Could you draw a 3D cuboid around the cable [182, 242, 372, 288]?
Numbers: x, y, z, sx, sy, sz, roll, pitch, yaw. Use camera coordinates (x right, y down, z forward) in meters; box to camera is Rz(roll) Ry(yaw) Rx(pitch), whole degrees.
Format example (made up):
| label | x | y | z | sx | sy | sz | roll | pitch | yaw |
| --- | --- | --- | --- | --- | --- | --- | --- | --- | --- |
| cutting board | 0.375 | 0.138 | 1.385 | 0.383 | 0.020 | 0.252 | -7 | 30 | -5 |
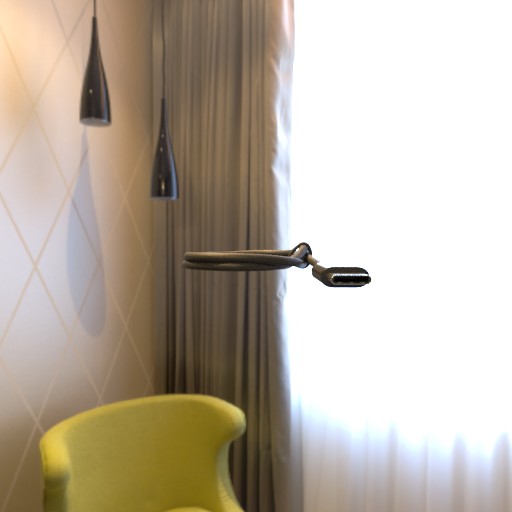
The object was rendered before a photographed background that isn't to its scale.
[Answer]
| label | x | y | z | sx | sy | sz | roll | pitch | yaw |
| --- | --- | --- | --- | --- | --- | --- | --- | --- | --- |
| cable | 0.000 | 0.000 | 0.216 | 0.070 | 0.014 | 0.192 | 0 | 2 | 1 |
